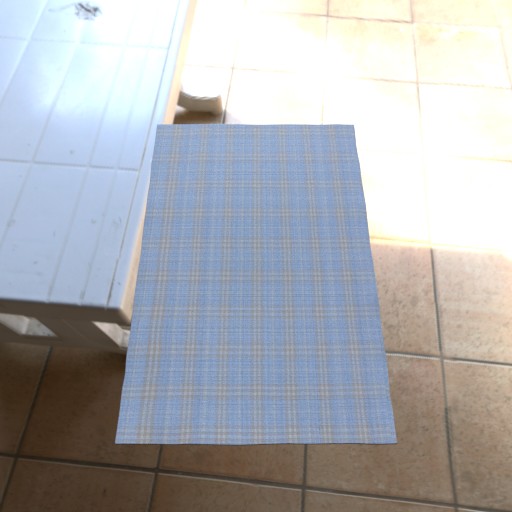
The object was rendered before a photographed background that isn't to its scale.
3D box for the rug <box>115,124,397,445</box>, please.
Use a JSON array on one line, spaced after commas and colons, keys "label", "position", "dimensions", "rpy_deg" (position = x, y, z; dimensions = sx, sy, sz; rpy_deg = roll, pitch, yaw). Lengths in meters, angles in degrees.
[{"label": "rug", "position": [0.000, 0.000, 2.329], "dimensions": [1.231, 0.012, 1.835], "rpy_deg": [0, 63, 0]}]
